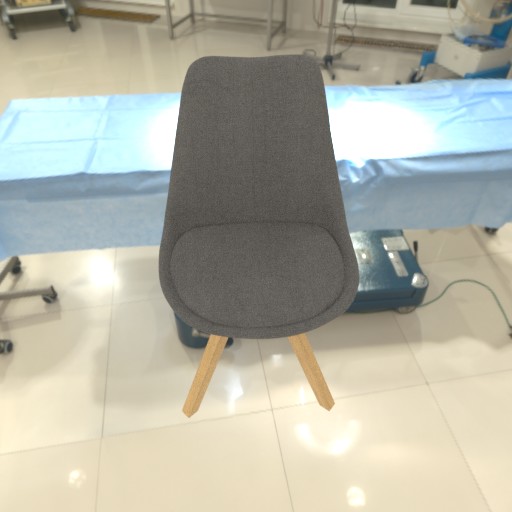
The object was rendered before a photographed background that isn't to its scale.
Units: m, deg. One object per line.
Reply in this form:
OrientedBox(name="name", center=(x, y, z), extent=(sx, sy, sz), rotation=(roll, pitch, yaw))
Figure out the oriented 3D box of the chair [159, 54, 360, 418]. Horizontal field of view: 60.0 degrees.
OrientedBox(name="chair", center=(0.000, 0.000, 1.176), extent=(0.485, 0.850, 0.550), rotation=(-2, 44, -2))
